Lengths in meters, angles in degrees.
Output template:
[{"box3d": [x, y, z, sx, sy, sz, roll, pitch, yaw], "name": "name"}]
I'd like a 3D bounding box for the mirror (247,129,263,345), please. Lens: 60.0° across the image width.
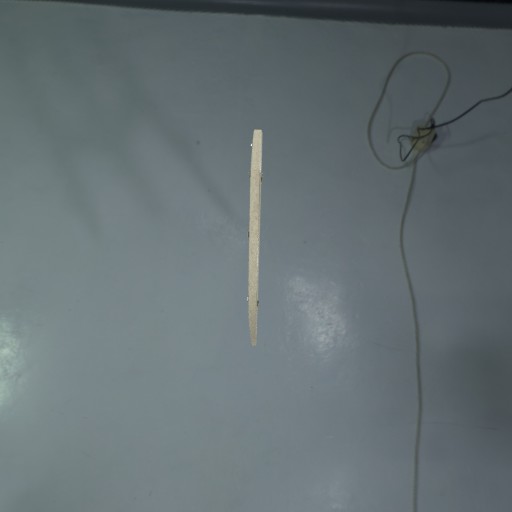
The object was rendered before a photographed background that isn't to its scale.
[{"box3d": [0.000, 0.000, 1.343, 0.025, 1.175, 0.464, 2, 75, 0], "name": "mirror"}]
